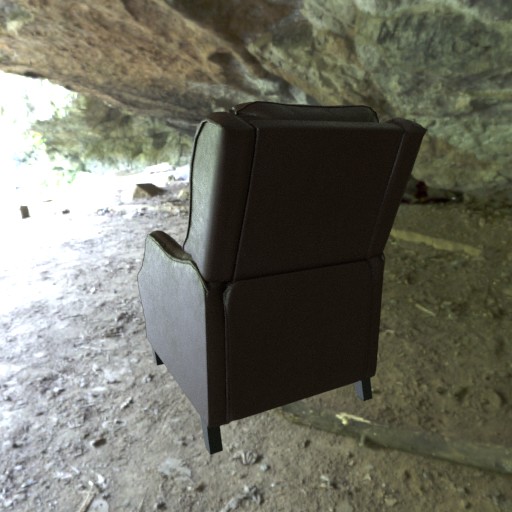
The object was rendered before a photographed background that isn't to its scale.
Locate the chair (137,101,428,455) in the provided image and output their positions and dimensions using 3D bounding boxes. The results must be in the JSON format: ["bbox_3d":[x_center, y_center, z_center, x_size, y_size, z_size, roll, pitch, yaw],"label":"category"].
[{"bbox_3d":[0.000,0.000,1.790,0.770,1.132,0.982,-8,16,-27],"label":"chair"}]
